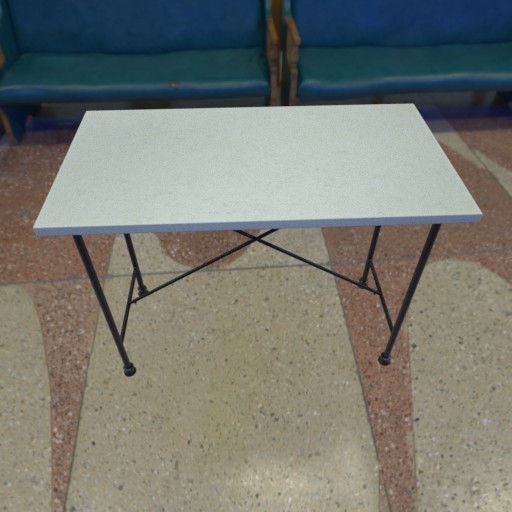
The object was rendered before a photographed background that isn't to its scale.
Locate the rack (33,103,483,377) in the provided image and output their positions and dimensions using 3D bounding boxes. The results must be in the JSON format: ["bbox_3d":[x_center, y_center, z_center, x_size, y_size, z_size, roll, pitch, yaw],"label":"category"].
[{"bbox_3d":[0.000,0.000,1.666,1.159,0.880,0.613,-2,45,-2],"label":"rack"}]
